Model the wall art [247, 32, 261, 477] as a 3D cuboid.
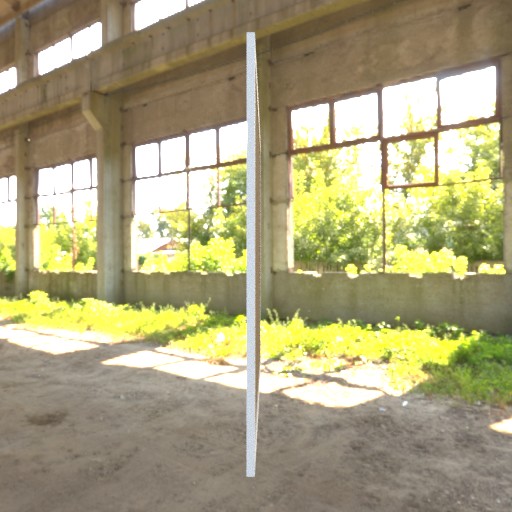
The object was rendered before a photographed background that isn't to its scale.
[{"bbox_3d":[0.000,0.000,1.216,0.015,0.812,0.812,0,-1,1],"label":"wall art"}]
